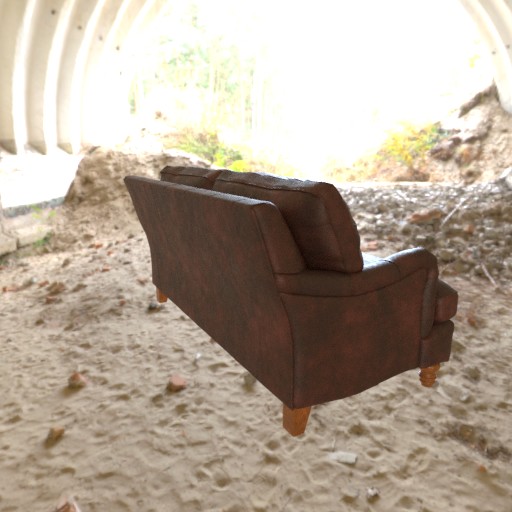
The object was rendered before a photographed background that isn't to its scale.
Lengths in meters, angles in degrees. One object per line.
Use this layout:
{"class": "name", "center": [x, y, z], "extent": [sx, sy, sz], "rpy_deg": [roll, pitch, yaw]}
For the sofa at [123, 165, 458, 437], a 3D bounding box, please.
{"class": "sofa", "center": [0.000, 0.000, 2.773], "extent": [1.147, 1.071, 2.144], "rpy_deg": [-7, 15, -28]}
